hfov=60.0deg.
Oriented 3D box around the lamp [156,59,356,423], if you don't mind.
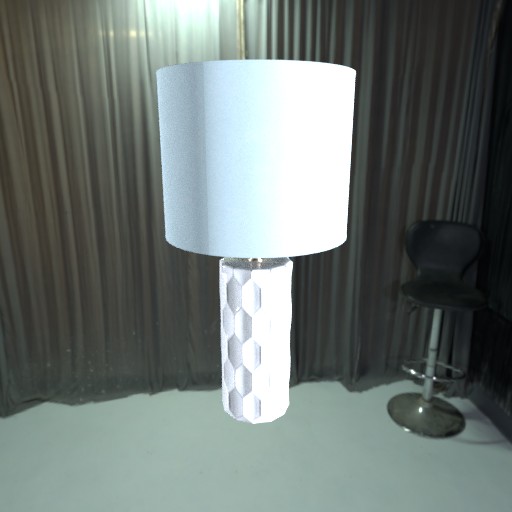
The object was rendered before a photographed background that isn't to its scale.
[{"bbox_3d":[0.000,0.000,0.700,0.277,0.534,0.277,-3,16,-10],"label":"lamp"}]
